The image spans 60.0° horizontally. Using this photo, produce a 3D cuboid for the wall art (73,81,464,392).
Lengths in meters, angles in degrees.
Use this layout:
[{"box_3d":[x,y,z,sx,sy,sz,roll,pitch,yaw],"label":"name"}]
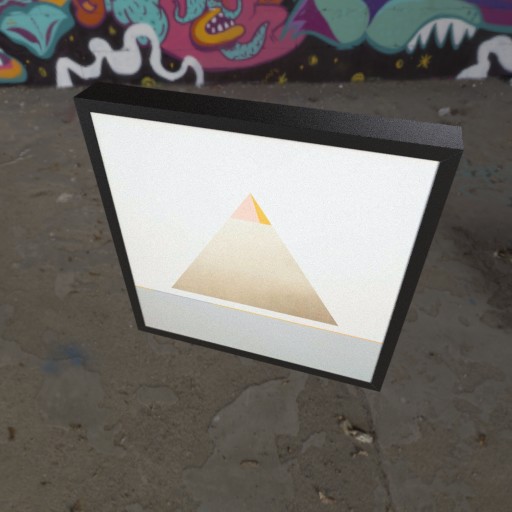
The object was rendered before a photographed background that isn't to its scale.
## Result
[{"box_3d":[0.000,0.000,0.446,0.304,0.303,0.037,11,43,13],"label":"wall art"}]
